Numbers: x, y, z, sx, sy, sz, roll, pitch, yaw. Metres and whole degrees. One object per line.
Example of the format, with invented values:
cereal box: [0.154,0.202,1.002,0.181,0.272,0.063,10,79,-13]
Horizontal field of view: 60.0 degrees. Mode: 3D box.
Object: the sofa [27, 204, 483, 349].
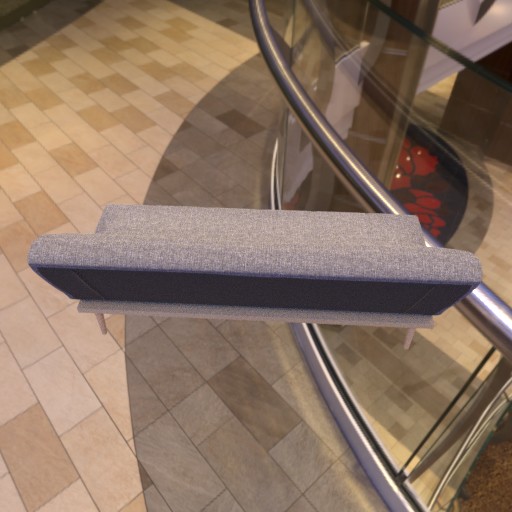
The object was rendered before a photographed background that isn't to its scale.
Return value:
sofa: [0.000,0.000,2.242,1.820,0.770,0.820,2,47,2]
